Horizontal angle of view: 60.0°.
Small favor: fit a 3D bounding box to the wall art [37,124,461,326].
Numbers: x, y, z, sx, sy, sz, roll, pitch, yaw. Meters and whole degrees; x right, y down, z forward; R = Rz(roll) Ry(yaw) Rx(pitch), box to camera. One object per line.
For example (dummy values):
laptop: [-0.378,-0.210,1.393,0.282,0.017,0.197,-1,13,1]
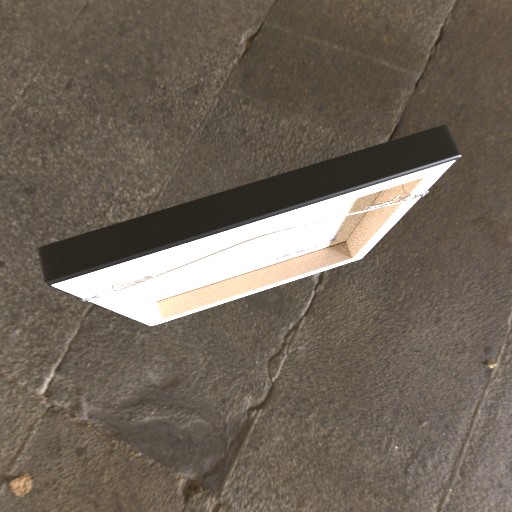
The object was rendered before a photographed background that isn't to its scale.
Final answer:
wall art: [0.000,0.000,0.608,0.406,0.407,0.041,-17,76,-4]
